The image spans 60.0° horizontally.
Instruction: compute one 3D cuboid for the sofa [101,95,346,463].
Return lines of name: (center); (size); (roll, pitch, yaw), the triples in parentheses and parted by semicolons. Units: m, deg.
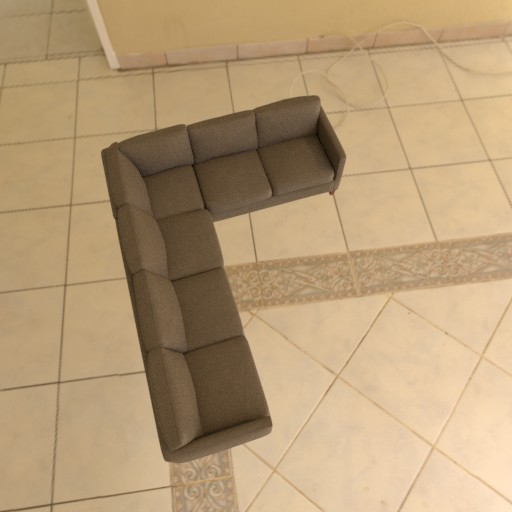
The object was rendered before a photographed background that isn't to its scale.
sofa: (0.000, 0.000, 4.542); (2.593, 0.947, 3.302); (-16, 65, -8)
